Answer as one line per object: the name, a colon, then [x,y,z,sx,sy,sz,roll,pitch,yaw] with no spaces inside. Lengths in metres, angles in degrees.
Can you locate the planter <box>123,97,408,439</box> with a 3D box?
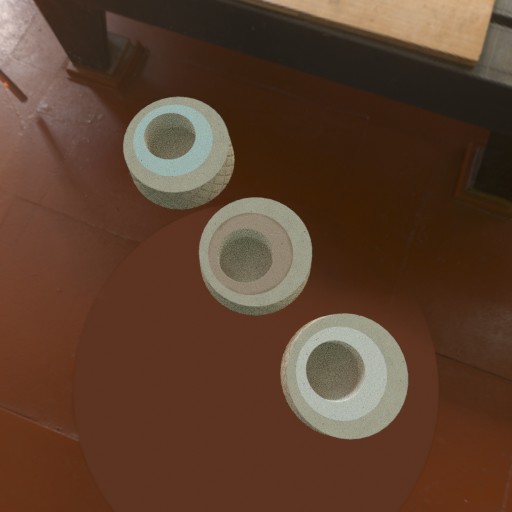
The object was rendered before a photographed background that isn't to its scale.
planter: [0.000,0.000,0.436,0.114,0.038,0.390,-35,78,-8]
